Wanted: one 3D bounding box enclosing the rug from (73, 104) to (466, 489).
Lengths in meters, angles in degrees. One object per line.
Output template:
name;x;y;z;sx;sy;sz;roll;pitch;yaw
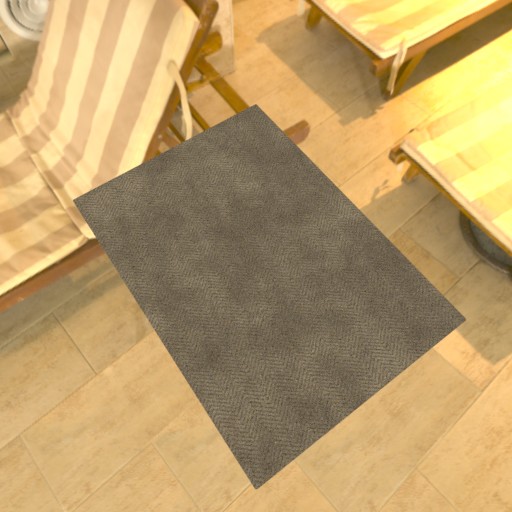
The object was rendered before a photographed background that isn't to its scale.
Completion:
rug;0.000;0.000;2.939;1.600;0.008;2.235;-32;67;-15
